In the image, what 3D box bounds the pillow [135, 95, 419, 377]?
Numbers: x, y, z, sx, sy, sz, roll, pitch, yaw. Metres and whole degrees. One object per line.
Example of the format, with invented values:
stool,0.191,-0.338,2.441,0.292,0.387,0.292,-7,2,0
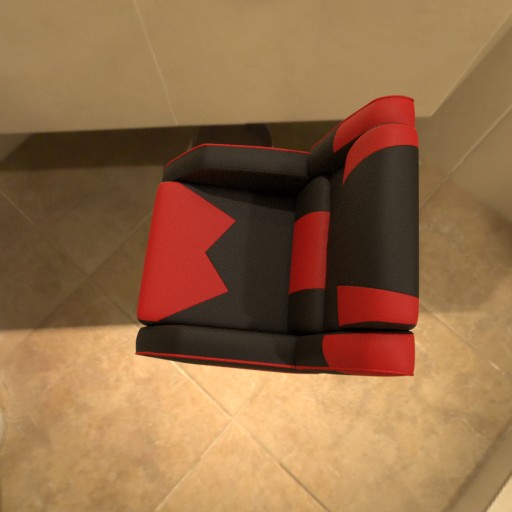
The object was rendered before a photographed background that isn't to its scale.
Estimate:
pillow,0.000,0.000,1.268,0.672,0.805,0.620,5,75,1
